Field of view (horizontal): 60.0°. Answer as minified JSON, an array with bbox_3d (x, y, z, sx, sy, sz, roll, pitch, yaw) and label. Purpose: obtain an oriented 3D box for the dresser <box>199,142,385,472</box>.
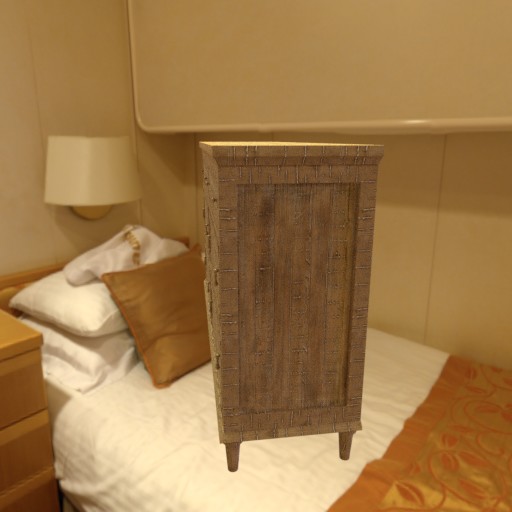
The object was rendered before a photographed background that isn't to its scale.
[{"bbox_3d":[0.000,0.000,2.055,0.457,1.016,1.626,-2,15,-8],"label":"dresser"}]
